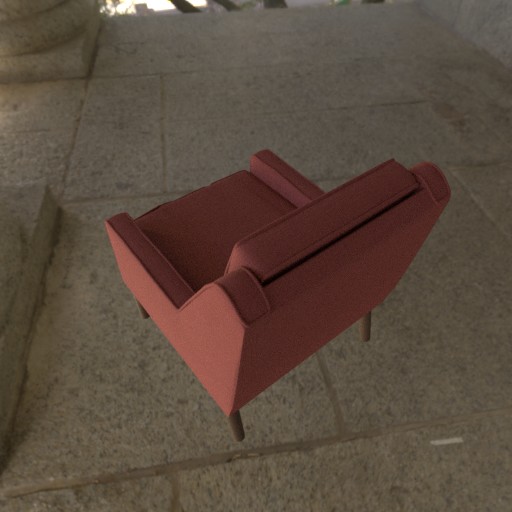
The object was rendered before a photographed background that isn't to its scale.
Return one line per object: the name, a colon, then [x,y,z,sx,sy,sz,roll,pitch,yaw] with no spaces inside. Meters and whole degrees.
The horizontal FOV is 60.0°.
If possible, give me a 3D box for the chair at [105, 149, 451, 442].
chair: [0.000,0.000,1.414,0.680,0.812,0.770,-30,53,-26]
